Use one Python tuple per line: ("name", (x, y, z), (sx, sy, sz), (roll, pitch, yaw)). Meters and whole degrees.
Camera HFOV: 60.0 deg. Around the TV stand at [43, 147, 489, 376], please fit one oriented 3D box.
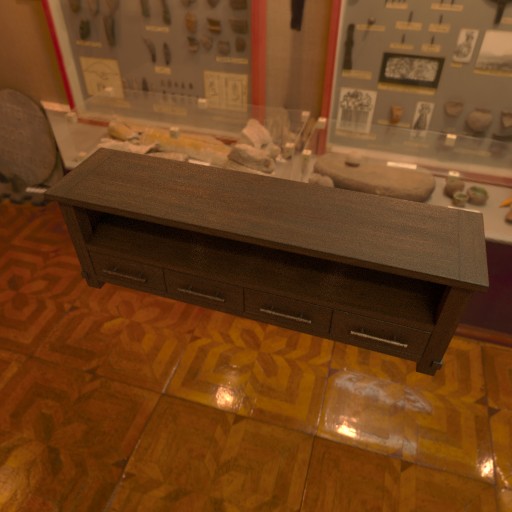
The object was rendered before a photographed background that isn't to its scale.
("TV stand", (0.000, 0.000, 2.130), (1.866, 0.615, 0.471), (12, 43, 14))
